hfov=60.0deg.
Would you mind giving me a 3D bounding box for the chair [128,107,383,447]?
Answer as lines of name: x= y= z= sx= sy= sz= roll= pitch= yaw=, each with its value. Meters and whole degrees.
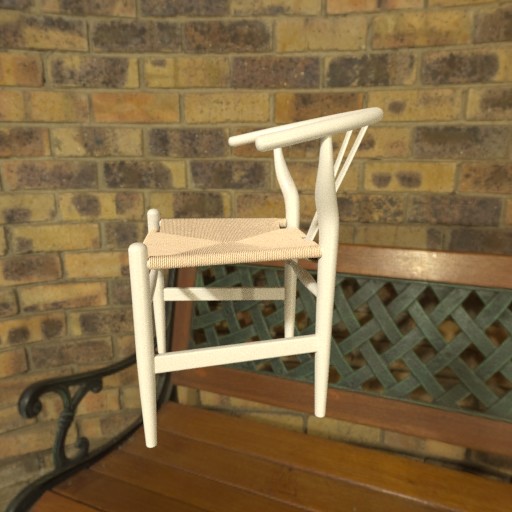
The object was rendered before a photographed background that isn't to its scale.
chair: x=0.000 y=0.000 z=1.148 sx=0.579 sy=0.730 sz=0.569 roll=-2 pitch=15 yaw=-8
